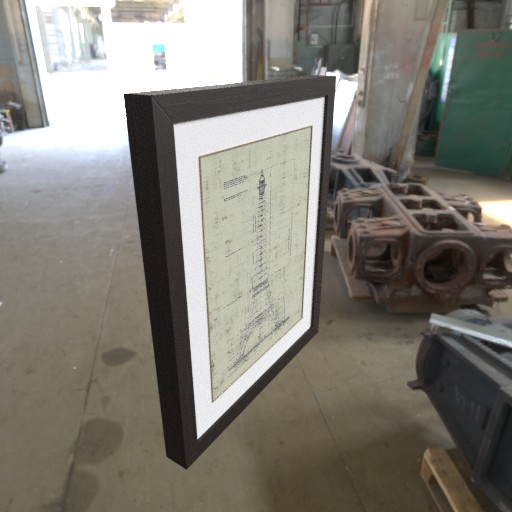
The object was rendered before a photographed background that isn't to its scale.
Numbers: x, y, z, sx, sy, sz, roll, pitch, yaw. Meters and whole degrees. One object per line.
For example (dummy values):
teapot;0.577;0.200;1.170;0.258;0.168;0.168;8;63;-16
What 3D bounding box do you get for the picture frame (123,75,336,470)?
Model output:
picture frame;0.000;0.000;0.760;0.044;0.555;0.452;16;29;31
